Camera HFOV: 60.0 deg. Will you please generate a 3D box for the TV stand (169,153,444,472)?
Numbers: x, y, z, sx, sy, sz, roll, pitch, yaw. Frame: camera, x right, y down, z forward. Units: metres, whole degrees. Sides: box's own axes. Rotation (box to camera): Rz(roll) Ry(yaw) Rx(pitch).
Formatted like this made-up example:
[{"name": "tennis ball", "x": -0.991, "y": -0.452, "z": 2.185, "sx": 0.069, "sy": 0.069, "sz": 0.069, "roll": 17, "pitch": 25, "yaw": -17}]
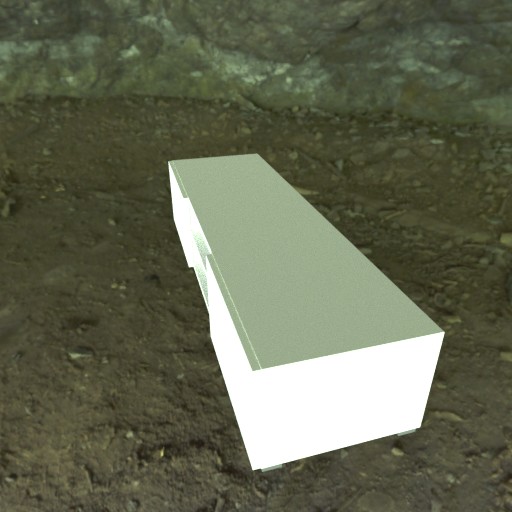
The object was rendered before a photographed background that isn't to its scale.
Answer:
[{"name": "TV stand", "x": 0.000, "y": 0.000, "z": 1.544, "sx": 0.420, "sy": 0.310, "sz": 1.400, "roll": -8, "pitch": 30, "yaw": -14}]
